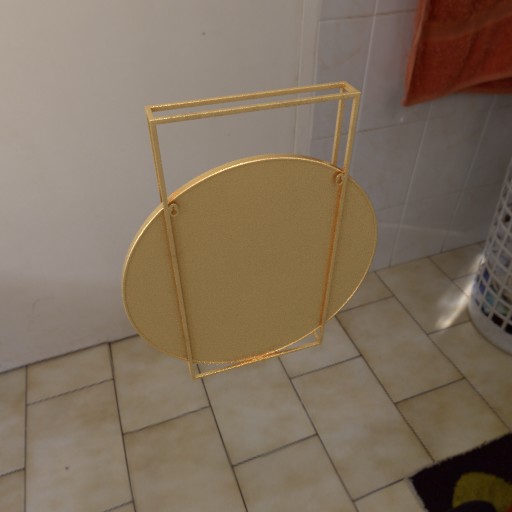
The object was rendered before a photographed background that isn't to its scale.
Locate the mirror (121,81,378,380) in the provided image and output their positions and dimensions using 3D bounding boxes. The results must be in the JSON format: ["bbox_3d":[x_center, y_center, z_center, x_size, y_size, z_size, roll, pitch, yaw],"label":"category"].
[{"bbox_3d":[0.000,0.000,0.841,0.508,0.603,0.051,-12,42,-14],"label":"mirror"}]
